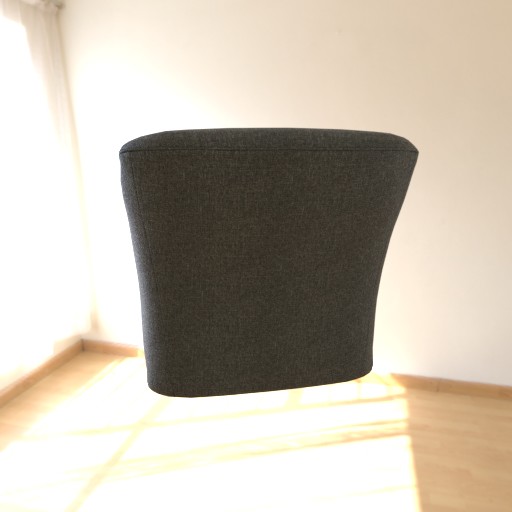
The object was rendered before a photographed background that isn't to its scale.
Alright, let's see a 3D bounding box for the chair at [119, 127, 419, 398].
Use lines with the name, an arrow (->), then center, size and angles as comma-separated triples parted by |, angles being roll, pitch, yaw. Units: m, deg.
chair -> 0.000, 0.000, 1.618 | 0.864, 0.856, 0.923 | -3, 13, -11
